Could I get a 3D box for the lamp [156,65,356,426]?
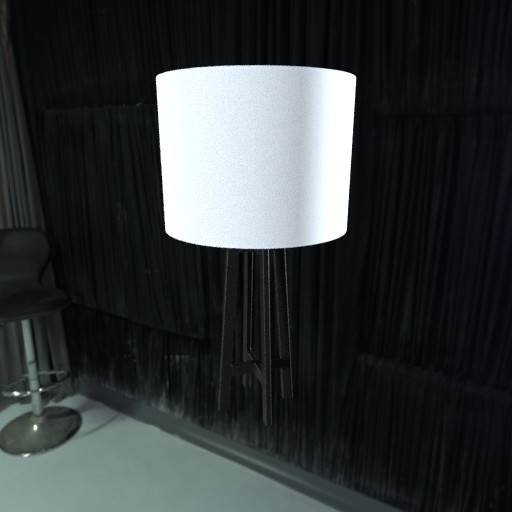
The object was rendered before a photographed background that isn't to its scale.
[{"bbox_3d":[0.000,0.000,0.648,0.257,0.489,0.257,8,17,26],"label":"lamp"}]
